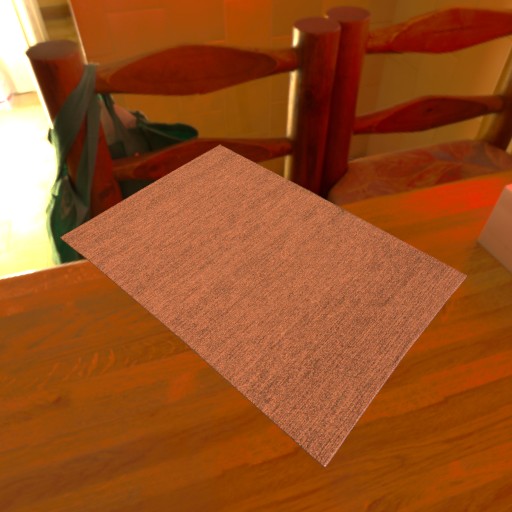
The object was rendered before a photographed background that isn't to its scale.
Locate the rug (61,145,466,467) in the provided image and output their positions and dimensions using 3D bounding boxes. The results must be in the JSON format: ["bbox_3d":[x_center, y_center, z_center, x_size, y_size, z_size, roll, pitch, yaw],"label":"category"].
[{"bbox_3d":[0.000,0.000,3.056,2.338,0.030,1.616,33,55,27],"label":"rug"}]
